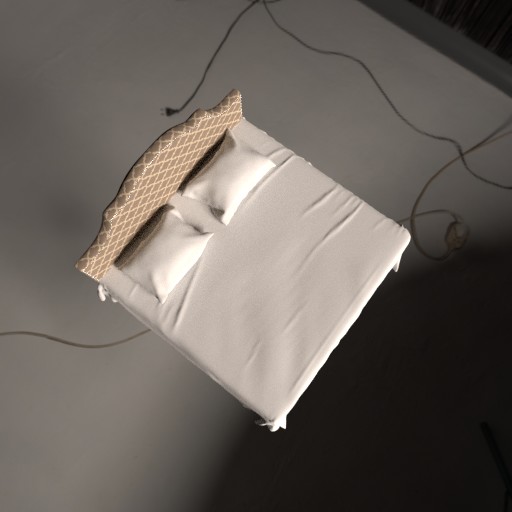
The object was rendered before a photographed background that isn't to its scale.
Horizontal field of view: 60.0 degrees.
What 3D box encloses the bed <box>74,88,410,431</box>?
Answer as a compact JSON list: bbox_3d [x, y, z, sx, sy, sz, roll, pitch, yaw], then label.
[{"bbox_3d":[0.000,0.000,3.824,2.222,1.601,2.314,37,78,9],"label":"bed"}]
